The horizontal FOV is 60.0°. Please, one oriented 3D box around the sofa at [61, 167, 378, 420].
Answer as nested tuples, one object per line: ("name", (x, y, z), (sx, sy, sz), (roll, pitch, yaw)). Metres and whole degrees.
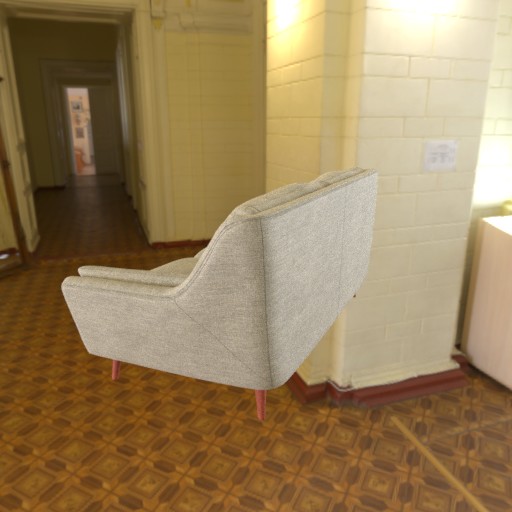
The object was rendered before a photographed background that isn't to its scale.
("sofa", (0.000, 0.000, 2.478), (0.976, 0.897, 1.930), (8, 18, 25))
